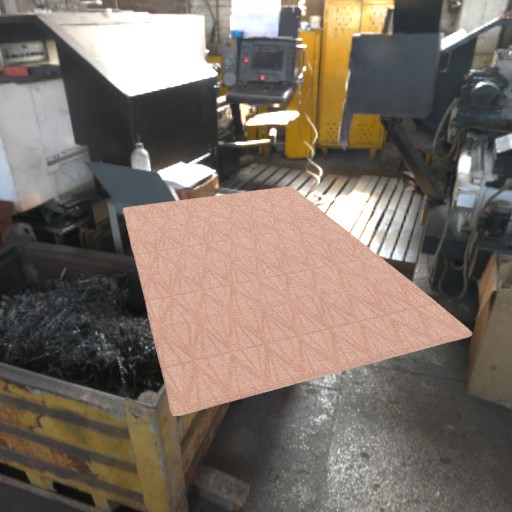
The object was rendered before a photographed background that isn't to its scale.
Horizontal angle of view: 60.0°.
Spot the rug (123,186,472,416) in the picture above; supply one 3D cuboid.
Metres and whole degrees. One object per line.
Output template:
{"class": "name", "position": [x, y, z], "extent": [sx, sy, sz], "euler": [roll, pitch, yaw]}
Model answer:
{"class": "rug", "position": [0.000, 0.000, 3.079], "extent": [1.609, 0.015, 2.390], "euler": [-10, 30, -17]}
